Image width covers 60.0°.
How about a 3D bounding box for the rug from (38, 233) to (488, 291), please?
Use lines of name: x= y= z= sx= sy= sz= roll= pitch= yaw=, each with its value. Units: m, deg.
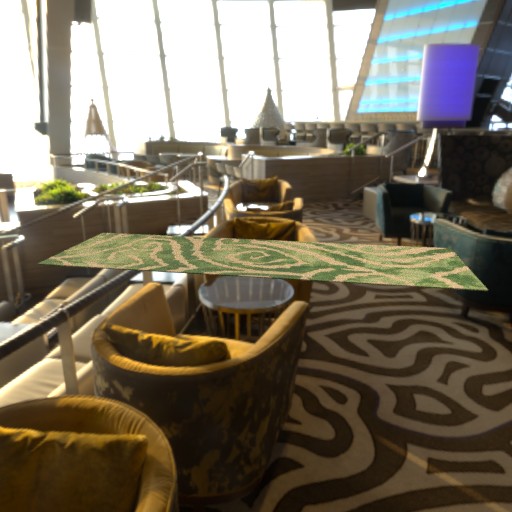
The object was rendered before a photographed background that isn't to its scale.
rug: x=0.000 y=0.000 z=2.723 sx=2.438 sy=0.006 sz=0.761 roll=3 pitch=17 yaw=10
